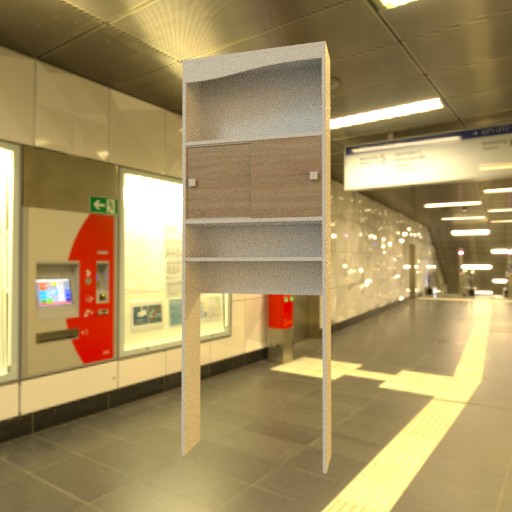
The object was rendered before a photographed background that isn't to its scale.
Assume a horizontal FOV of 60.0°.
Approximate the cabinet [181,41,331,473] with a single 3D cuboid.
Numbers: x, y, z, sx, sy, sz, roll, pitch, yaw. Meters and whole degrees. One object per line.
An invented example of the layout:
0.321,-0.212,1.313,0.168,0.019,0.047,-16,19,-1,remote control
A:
0.000,0.000,1.980,0.643,1.770,0.192,0,-1,16,cabinet
